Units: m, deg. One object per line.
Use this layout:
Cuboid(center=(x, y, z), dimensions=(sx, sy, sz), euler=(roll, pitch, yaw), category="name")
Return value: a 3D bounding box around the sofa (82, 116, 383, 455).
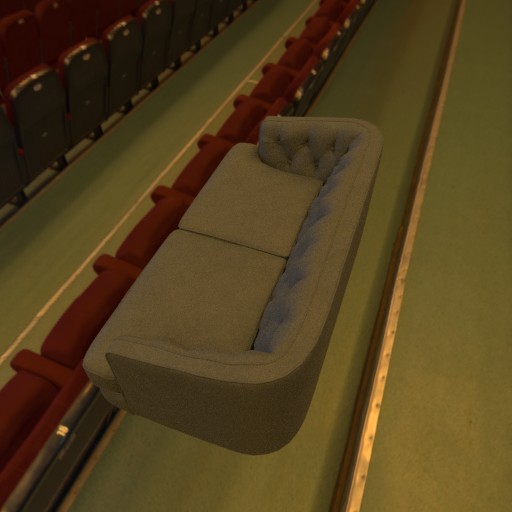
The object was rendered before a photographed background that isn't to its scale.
Cuboid(center=(0.000, 0.000, 2.261), dimensions=(0.941, 0.855, 1.733), euler=(16, 50, 14), category="sofa")
